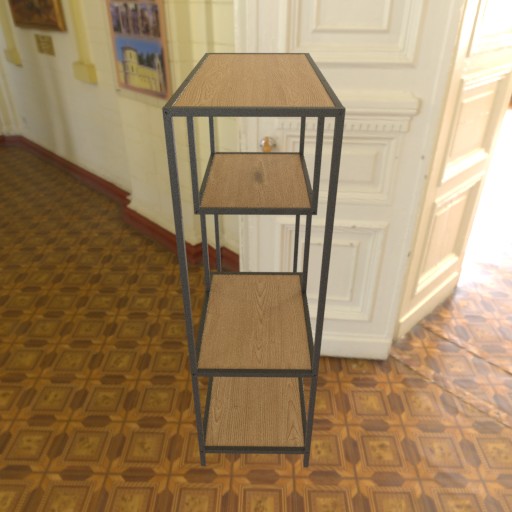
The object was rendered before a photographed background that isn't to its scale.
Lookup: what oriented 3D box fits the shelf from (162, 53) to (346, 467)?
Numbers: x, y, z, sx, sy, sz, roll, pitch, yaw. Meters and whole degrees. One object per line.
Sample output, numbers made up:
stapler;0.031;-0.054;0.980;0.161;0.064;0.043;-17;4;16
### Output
shelf;0.000;0.000;1.471;0.350;1.138;0.770;0;32;1
